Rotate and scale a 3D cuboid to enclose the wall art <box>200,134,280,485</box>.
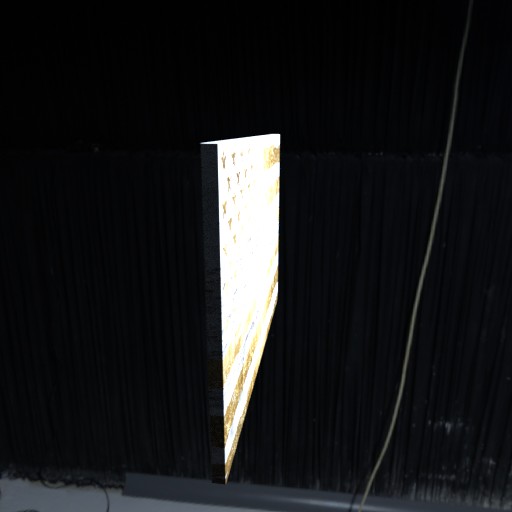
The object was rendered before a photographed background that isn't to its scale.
[{"bbox_3d":[0.000,0.000,1.176,0.027,0.610,0.932,2,16,8],"label":"wall art"}]
